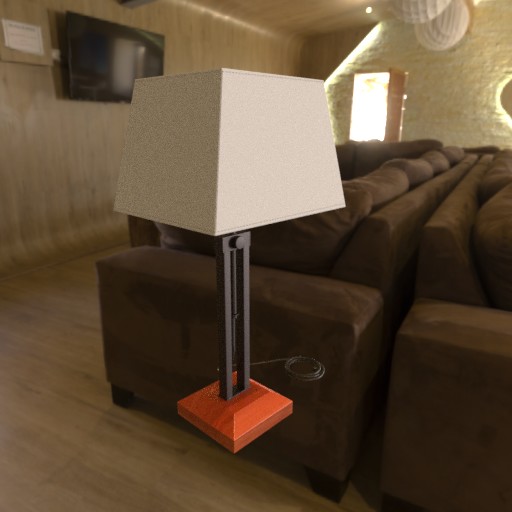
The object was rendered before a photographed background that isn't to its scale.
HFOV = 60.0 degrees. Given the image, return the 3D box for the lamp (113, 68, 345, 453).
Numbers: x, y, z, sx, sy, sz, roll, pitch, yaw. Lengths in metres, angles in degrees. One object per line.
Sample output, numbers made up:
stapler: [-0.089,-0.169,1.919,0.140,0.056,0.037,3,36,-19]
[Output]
lamp: [0.000,0.000,0.980,0.310,0.737,0.498,15,22,42]
